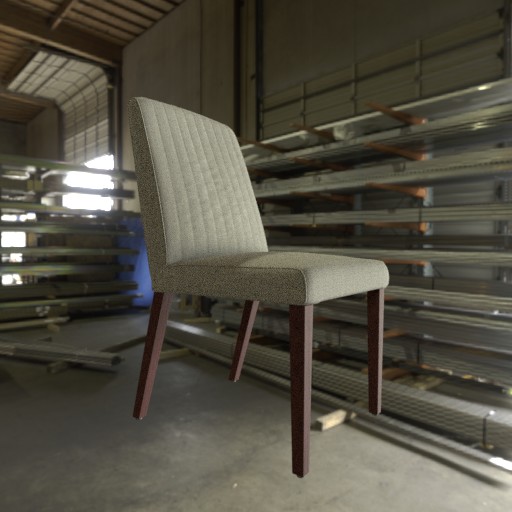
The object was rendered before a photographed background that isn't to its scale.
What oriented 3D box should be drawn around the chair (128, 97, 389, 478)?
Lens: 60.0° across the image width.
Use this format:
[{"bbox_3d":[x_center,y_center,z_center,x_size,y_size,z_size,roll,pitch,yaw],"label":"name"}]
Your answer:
[{"bbox_3d":[0.000,0.000,1.235,0.594,0.900,0.480,1,2,36],"label":"chair"}]
